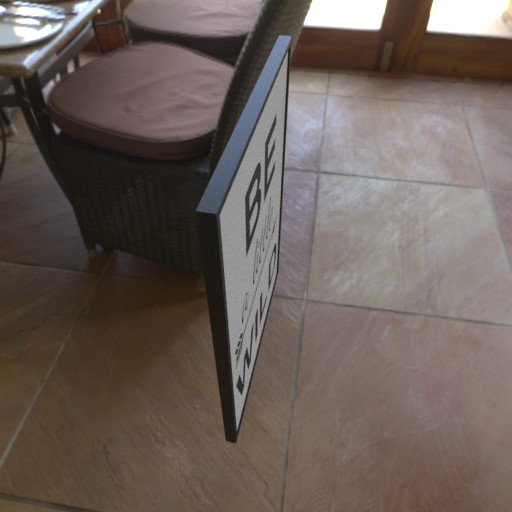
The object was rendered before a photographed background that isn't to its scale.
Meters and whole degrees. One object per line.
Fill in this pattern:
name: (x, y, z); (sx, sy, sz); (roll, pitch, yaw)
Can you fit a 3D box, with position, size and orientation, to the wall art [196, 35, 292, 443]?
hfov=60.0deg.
wall art: (0.000, 0.000, 1.427); (0.038, 1.062, 0.806); (9, 48, 8)
